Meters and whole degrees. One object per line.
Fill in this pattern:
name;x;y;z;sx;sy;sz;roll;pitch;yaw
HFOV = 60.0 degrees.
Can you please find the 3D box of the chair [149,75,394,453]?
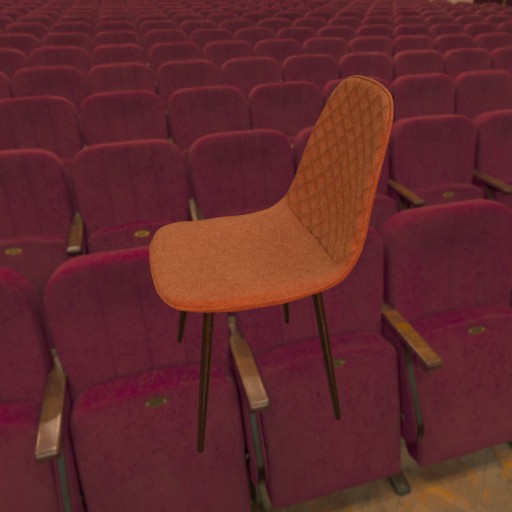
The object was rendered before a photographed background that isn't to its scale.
chair;0.000;0.000;1.205;0.561;0.889;0.472;-8;31;-13
